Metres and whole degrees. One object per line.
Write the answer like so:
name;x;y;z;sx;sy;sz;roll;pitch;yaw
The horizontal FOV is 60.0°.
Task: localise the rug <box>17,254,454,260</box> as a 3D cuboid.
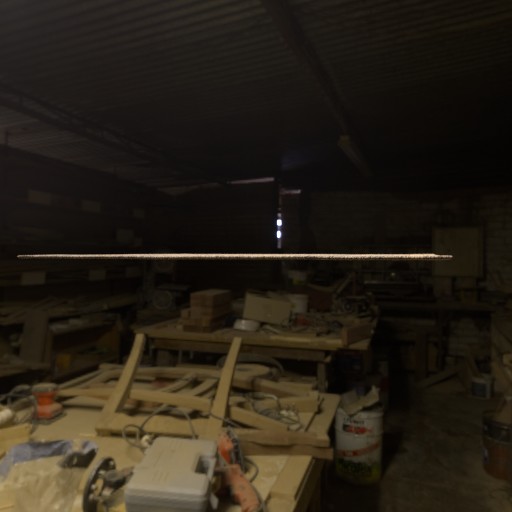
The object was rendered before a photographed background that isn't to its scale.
rug;0.000;0.000;4.142;3.199;0.036;2.414;0;1;20
